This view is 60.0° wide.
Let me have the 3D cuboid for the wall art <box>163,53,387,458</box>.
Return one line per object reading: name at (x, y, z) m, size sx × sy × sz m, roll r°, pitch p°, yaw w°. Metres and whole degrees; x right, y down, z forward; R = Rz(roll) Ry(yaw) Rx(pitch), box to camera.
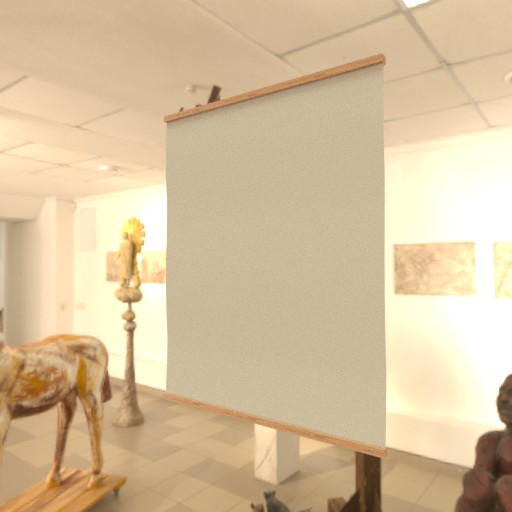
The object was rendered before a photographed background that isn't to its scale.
wall art at (0.000, 0.000, 0.681) m, size 0.406 × 0.508 × 0.013 m, roll -1°, pitch -1°, yaw 37°
